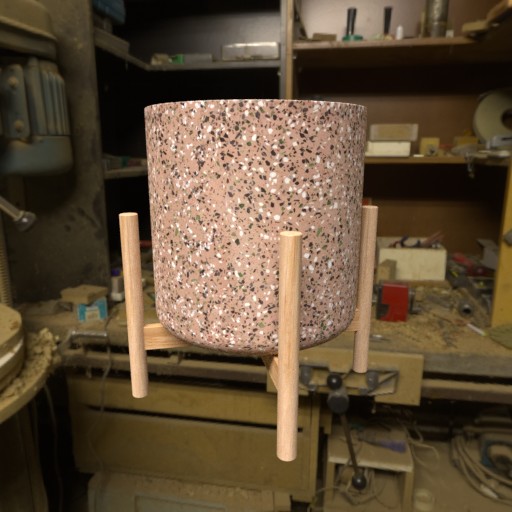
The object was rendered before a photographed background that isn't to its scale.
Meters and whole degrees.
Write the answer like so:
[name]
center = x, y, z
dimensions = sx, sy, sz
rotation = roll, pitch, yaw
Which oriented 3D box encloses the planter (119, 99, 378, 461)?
[planter]
center = 0.000, 0.000, 0.670
dimensions = 0.360, 0.419, 0.360
rotation = 3, 14, 10
